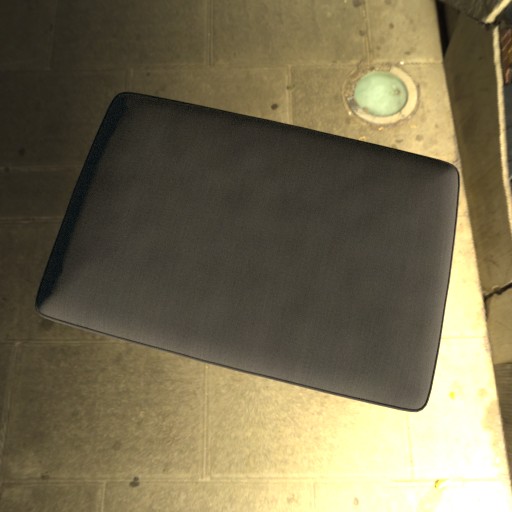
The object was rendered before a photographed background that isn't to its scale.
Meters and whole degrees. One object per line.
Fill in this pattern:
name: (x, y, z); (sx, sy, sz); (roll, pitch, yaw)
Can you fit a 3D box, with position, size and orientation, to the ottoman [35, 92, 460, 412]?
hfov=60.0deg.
ottoman: (0.000, 0.000, 1.250); (0.941, 0.480, 0.636); (14, 75, 4)
